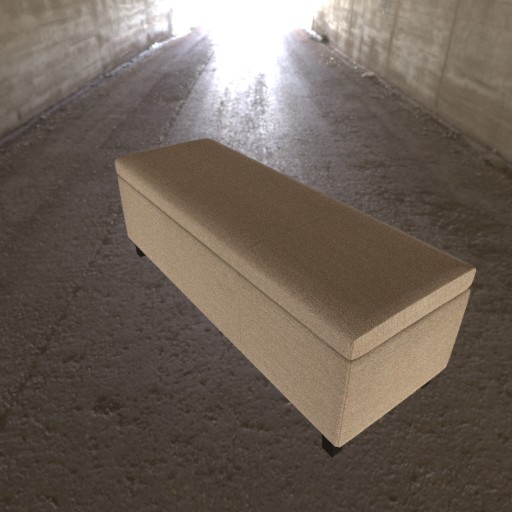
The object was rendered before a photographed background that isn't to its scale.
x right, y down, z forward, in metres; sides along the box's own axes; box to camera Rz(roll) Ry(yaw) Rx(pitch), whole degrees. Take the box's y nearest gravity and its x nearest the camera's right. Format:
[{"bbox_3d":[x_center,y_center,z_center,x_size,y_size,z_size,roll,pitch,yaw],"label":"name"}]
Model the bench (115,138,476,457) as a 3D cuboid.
[{"bbox_3d":[0.000,0.000,1.498,0.446,0.438,1.269,-22,39,-30],"label":"bench"}]
